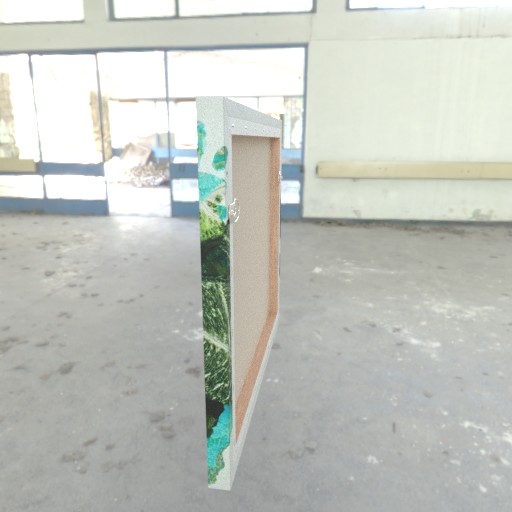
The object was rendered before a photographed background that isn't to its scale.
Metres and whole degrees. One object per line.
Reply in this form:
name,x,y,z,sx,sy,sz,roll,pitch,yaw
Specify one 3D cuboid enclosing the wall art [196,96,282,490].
wall art,0.000,0.000,0.989,0.043,0.610,0.711,2,15,9
